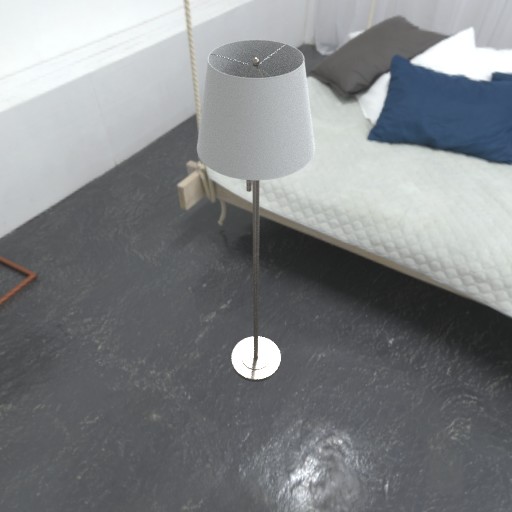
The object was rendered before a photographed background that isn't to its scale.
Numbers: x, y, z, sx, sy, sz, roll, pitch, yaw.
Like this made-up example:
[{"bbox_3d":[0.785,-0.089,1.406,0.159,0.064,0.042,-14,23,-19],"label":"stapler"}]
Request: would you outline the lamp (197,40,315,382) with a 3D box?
[{"bbox_3d":[0.000,0.000,1.678,0.355,1.473,0.355,0,46,0],"label":"lamp"}]
